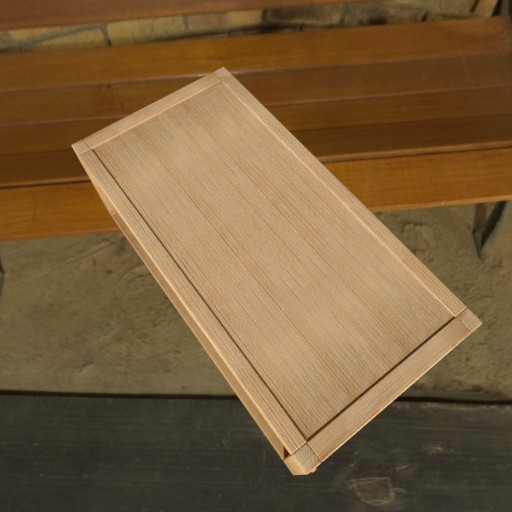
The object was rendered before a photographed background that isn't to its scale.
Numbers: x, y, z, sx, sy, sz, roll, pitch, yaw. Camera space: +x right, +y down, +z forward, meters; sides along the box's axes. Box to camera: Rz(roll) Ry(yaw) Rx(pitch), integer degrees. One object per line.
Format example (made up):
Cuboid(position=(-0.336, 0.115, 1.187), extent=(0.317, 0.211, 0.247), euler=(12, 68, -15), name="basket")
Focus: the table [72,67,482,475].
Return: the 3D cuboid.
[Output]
Cuboid(position=(0.000, 0.000, 1.627), extent=(0.660, 0.457, 1.321), euler=(-34, 68, -15), name="table")
